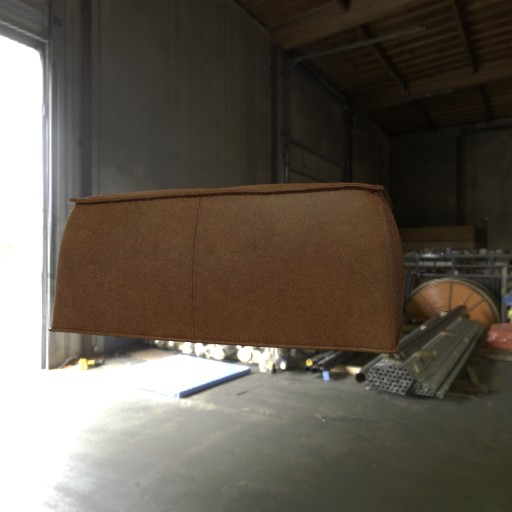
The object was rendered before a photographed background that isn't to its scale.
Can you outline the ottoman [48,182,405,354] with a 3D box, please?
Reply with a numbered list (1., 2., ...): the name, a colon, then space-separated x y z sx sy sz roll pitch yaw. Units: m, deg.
1. ottoman: 0.000 0.000 1.416 0.902 0.395 0.901 0 0 18
